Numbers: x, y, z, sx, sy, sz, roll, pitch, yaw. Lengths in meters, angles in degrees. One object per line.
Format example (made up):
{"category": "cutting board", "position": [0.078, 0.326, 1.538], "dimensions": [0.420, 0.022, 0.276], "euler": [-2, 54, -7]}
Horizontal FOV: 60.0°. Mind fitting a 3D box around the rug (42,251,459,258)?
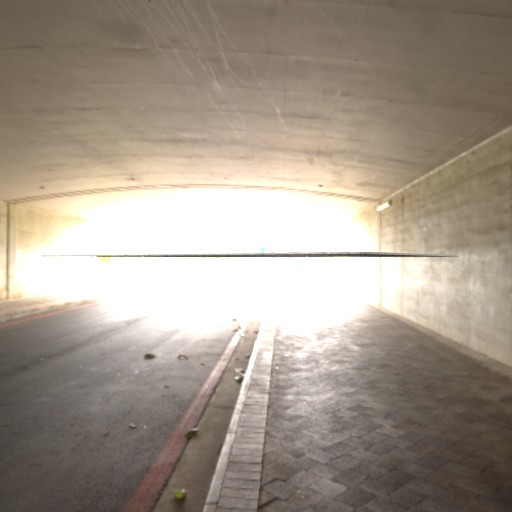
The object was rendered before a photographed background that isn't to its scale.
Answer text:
{"category": "rug", "position": [0.000, 0.000, 4.125], "dimensions": [3.061, 0.014, 2.447], "euler": [0, -1, 36]}
